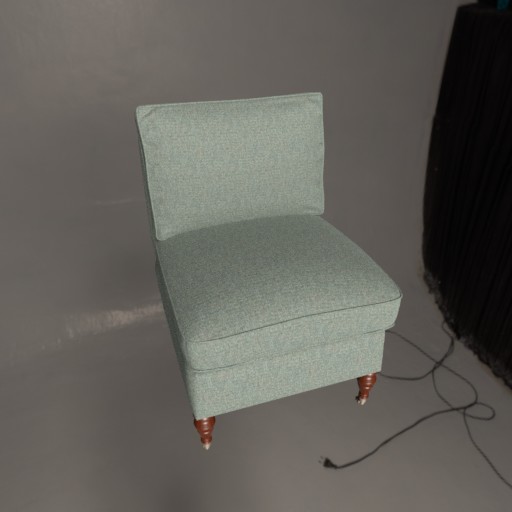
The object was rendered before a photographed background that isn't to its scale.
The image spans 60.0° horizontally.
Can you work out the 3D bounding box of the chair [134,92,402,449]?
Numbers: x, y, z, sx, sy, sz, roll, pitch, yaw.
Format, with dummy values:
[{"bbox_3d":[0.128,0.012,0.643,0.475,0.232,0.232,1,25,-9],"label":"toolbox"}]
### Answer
[{"bbox_3d":[0.000,0.000,1.439,0.624,0.901,0.796,-10,33,-16],"label":"chair"}]
